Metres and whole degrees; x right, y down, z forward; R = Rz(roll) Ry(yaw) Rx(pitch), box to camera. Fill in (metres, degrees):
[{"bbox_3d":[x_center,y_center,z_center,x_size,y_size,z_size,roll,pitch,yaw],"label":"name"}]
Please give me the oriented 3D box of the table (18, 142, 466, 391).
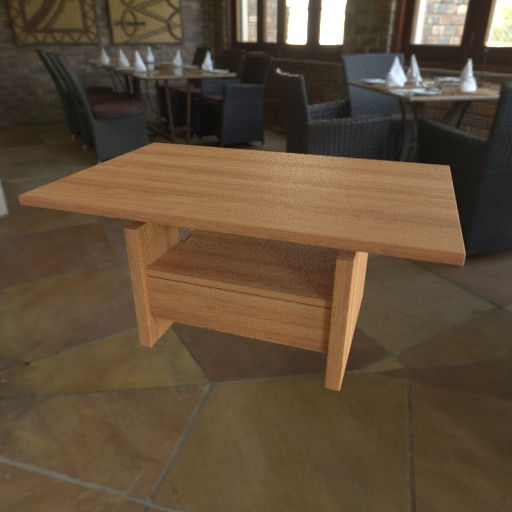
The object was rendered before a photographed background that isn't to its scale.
[{"bbox_3d":[0.000,0.000,1.429,1.100,0.510,0.700,9,28,17],"label":"table"}]
